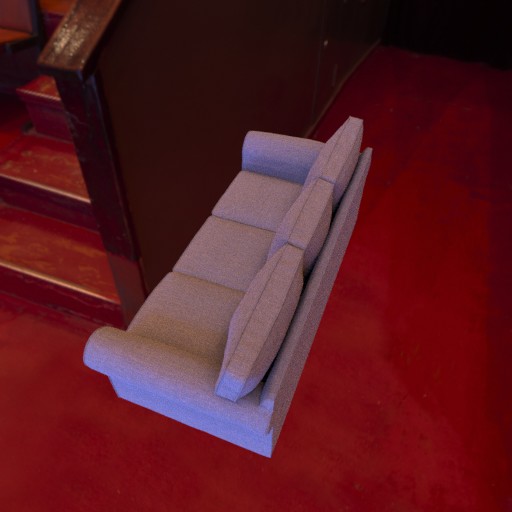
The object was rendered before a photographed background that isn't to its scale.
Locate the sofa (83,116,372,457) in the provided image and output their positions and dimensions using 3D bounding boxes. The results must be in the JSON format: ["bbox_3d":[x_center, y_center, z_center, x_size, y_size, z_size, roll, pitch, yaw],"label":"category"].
[{"bbox_3d":[0.000,0.000,2.657,0.916,0.961,2.084,16,48,15],"label":"sofa"}]
